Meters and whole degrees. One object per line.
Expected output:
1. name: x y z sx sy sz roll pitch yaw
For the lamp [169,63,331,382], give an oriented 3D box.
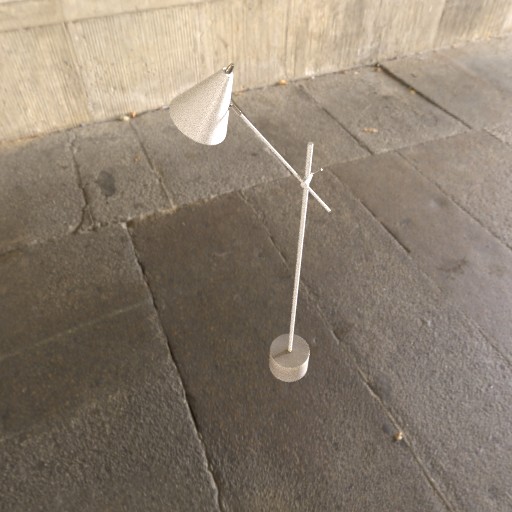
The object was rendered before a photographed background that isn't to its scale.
1. lamp: 0.000 0.000 1.670 0.508 1.430 0.223 16 48 15
